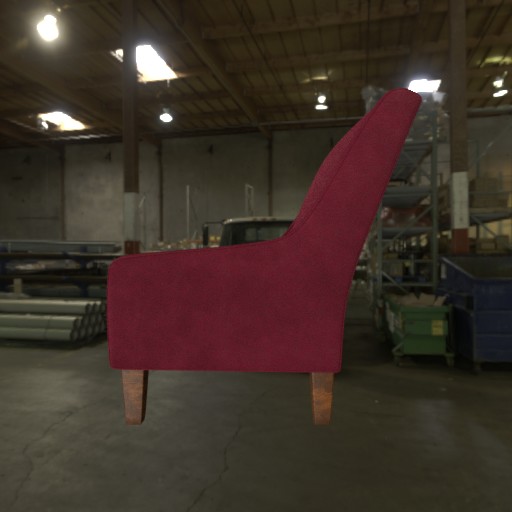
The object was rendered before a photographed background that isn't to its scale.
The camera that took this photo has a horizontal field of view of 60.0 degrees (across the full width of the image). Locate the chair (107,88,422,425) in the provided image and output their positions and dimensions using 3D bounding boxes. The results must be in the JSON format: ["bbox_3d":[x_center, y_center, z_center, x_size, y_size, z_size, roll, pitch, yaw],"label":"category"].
[{"bbox_3d":[0.000,0.000,1.691,0.985,1.017,0.793,0,1,0],"label":"chair"}]
